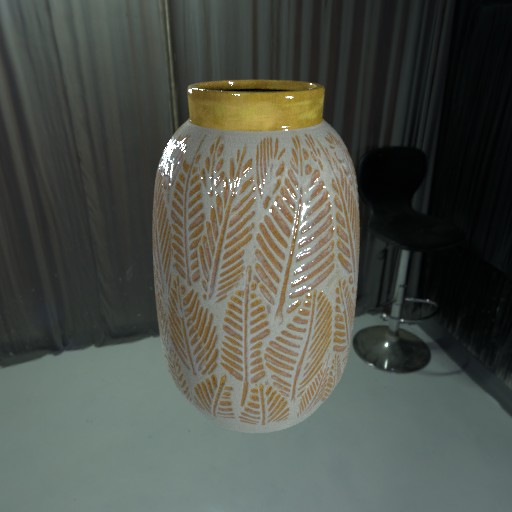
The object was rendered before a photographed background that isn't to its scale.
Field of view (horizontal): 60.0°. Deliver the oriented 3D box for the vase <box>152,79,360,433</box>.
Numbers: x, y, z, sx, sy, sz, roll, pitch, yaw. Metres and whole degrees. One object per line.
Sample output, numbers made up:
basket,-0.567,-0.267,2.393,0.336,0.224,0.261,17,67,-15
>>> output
vase,0.000,0.000,0.373,0.172,0.270,0.172,0,26,0
